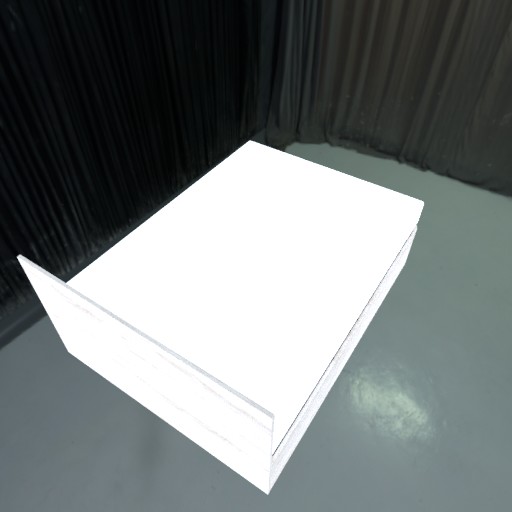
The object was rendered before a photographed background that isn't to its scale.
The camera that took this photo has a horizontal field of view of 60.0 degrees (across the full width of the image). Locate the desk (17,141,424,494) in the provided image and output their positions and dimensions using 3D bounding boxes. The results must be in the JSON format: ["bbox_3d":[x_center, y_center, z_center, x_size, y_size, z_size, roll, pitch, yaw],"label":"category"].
[{"bbox_3d":[0.000,0.000,2.623,1.400,0.800,1.900,25,50,23],"label":"desk"}]
